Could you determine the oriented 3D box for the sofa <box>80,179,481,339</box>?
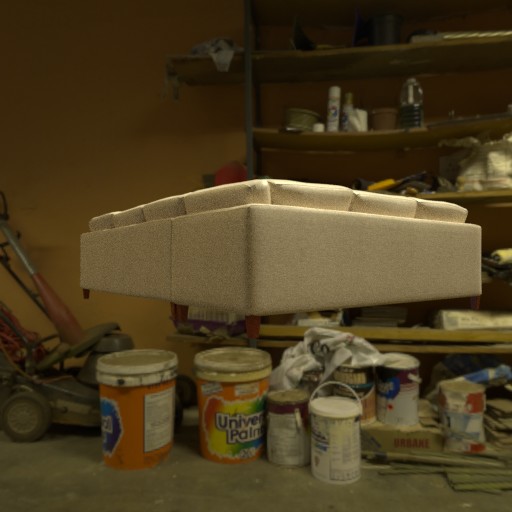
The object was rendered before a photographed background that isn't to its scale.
[{"bbox_3d":[0.000,0.000,4.449,2.593,0.947,3.302,1,-1,-37],"label":"sofa"}]
